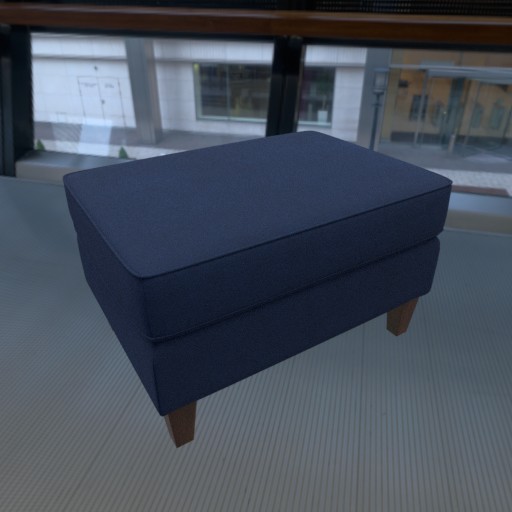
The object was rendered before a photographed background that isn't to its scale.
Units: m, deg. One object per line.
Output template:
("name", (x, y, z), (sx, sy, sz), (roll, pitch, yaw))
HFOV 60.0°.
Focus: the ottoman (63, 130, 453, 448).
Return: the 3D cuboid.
("ottoman", (0.000, 0.000, 1.408), (0.965, 0.584, 0.686), (-18, 35, -27))
